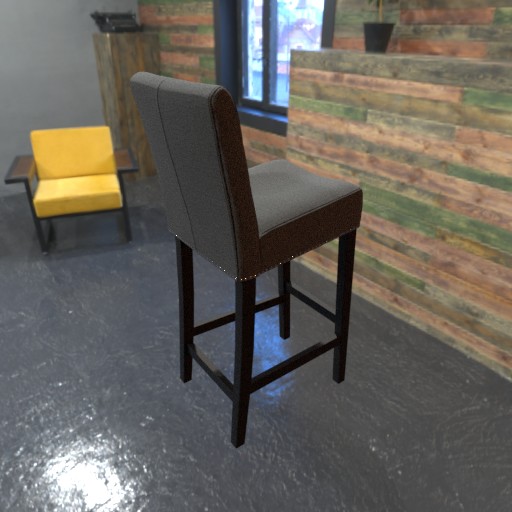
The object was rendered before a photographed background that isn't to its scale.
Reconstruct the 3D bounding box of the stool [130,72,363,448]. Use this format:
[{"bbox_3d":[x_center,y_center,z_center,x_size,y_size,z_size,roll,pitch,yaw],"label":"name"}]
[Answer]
[{"bbox_3d":[0.000,0.000,1.359,0.548,1.047,0.411,-19,33,-31],"label":"stool"}]
